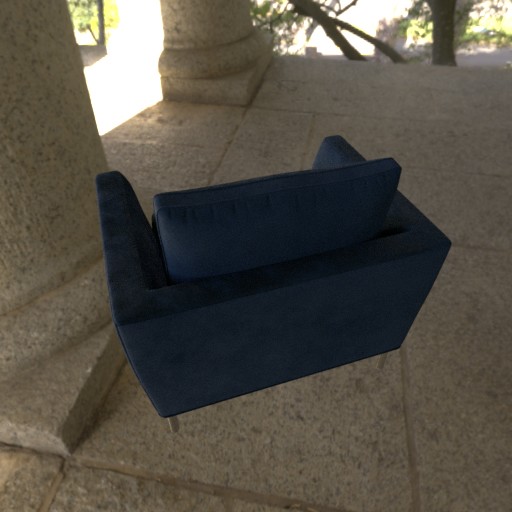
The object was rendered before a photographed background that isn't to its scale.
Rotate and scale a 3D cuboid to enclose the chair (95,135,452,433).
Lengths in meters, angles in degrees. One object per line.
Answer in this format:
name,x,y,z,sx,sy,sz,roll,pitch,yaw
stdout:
chair,0.000,0.000,1.577,0.977,0.893,0.746,-12,43,-14
